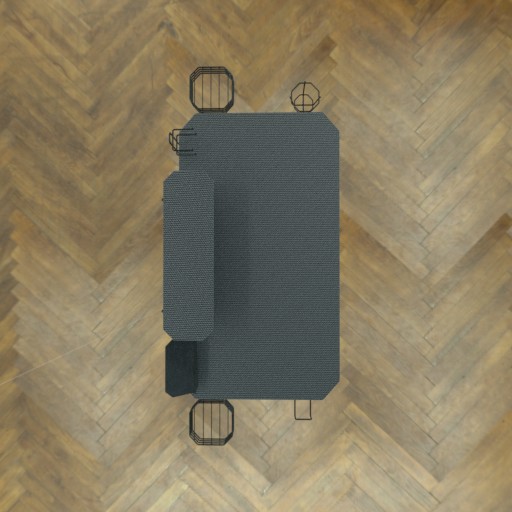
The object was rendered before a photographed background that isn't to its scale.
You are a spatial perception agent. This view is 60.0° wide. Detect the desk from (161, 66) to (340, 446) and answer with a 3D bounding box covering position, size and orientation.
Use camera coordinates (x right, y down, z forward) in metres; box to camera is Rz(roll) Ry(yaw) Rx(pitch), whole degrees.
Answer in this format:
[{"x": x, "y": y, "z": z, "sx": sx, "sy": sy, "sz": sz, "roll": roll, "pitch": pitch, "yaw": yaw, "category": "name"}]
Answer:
[{"x": 0.000, "y": 0.000, "z": 1.784, "sx": 0.580, "sy": 0.880, "sz": 1.290, "roll": 0, "pitch": 90, "yaw": 2, "category": "desk"}]
